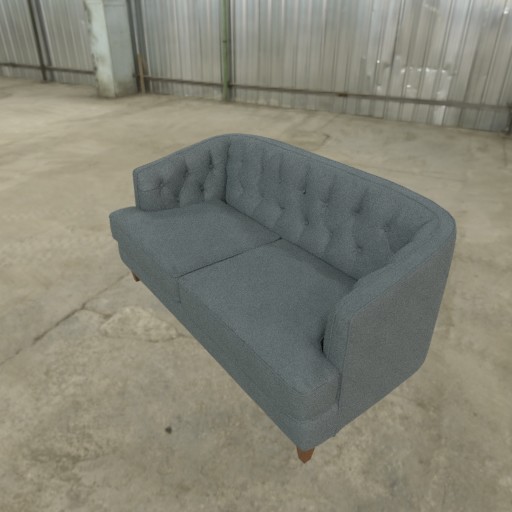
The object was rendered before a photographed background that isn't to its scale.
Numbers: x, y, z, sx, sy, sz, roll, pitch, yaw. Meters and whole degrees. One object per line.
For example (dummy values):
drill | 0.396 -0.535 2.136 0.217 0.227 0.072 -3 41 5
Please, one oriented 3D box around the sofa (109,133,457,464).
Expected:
sofa | 0.000 0.000 2.255 0.941 0.855 1.733 -21 36 -31
